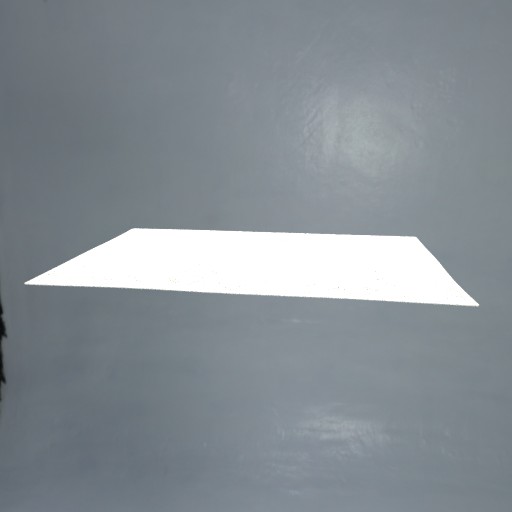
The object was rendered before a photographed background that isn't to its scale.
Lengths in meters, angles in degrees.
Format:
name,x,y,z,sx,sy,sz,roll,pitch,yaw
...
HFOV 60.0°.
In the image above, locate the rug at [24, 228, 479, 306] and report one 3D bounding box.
name,x,y,z,sx,sy,sz,roll,pitch,yaw
rug,0.000,0.000,3.064,2.435,0.012,1.529,2,15,8
